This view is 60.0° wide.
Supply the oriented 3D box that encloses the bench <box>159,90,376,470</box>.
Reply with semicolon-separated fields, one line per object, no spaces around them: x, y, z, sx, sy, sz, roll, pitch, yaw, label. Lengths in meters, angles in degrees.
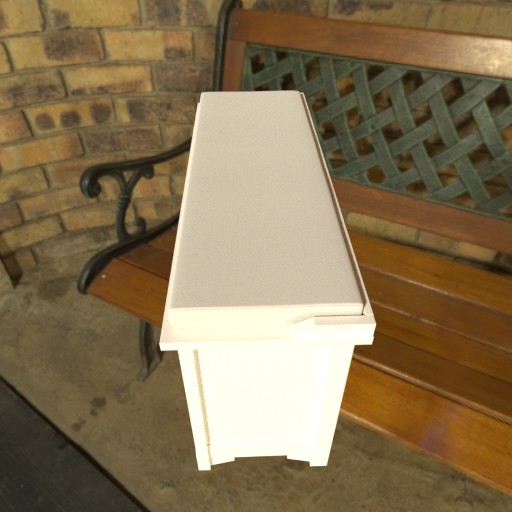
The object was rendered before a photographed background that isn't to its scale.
0.000;0.000;1.249;0.346;0.589;0.987;-1;41;-2;bench
